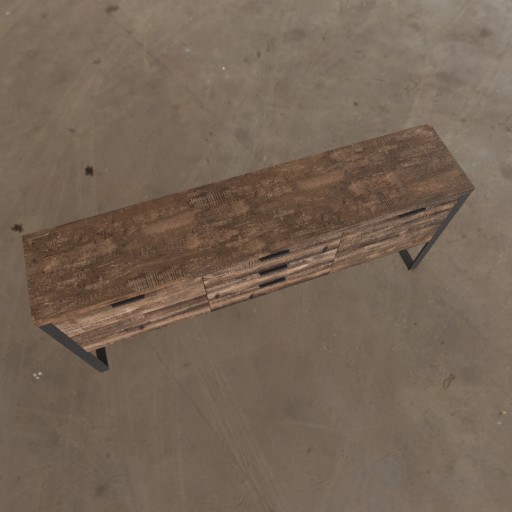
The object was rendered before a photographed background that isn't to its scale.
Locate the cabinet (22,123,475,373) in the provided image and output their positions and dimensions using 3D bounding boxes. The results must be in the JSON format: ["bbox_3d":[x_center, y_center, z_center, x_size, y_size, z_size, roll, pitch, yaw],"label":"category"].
[{"bbox_3d":[0.000,0.000,2.120,1.800,0.762,0.395,-17,64,-9],"label":"cabinet"}]
